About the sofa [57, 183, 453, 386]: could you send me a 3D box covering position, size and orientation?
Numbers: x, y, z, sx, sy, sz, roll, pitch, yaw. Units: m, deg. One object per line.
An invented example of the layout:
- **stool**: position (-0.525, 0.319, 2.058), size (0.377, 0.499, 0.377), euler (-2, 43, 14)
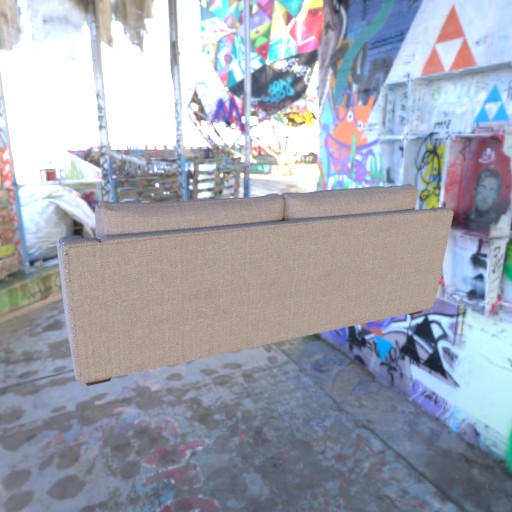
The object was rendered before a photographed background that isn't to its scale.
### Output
- **sofa**: position (0.000, 0.000, 2.737), size (2.208, 0.857, 1.000), euler (-7, 16, -25)
